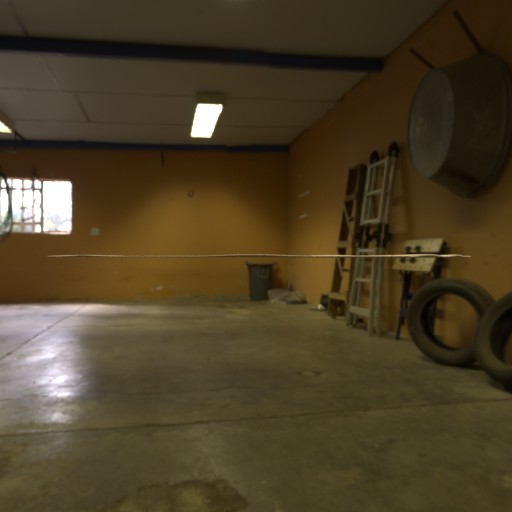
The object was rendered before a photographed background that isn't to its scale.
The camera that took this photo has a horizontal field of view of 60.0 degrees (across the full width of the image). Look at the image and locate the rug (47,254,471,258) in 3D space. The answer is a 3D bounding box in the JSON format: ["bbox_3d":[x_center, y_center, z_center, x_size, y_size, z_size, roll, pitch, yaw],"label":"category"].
[{"bbox_3d":[0.000,0.000,3.005,2.439,0.015,1.524,0,0,34],"label":"rug"}]
